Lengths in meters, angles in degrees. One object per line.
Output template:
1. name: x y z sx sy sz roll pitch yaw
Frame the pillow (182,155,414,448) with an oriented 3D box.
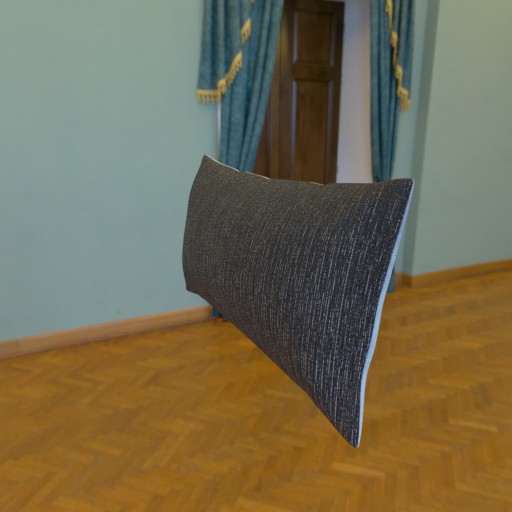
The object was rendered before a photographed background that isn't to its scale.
1. pillow: 0.000 0.000 0.741 0.156 0.305 0.608 -8 17 -26
